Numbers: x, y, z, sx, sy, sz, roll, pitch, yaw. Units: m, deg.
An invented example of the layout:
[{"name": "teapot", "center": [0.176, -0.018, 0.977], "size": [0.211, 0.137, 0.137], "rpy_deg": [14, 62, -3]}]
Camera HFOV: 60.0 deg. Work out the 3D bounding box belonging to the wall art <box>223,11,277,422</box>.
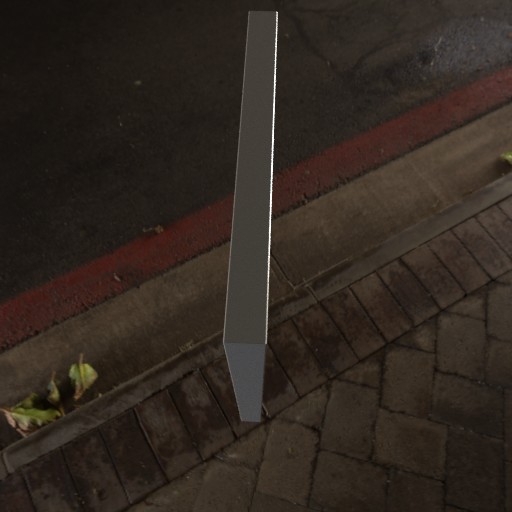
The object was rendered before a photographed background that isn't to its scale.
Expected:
[{"name": "wall art", "center": [0.000, 0.000, 0.732], "size": [0.038, 0.549, 0.452], "rpy_deg": [2, 63, 1]}]
